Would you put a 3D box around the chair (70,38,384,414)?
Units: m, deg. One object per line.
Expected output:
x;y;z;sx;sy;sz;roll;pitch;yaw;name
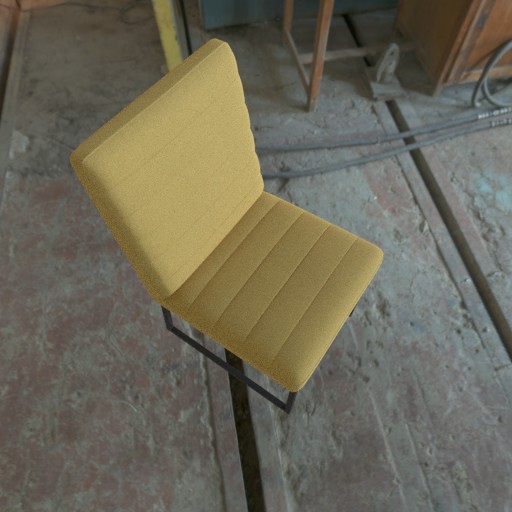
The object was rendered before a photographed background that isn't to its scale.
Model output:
0.000;0.000;1.322;0.634;0.930;0.520;31;64;17;chair
